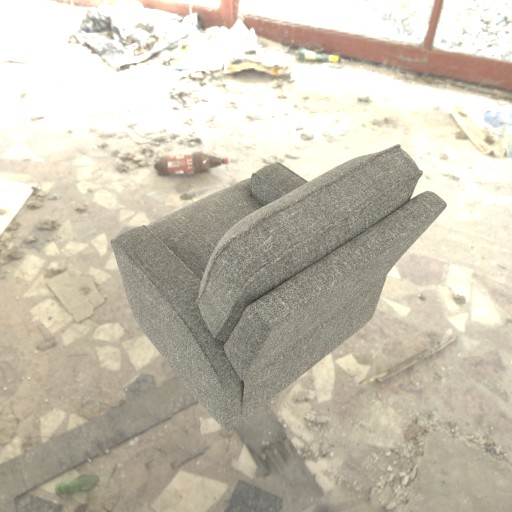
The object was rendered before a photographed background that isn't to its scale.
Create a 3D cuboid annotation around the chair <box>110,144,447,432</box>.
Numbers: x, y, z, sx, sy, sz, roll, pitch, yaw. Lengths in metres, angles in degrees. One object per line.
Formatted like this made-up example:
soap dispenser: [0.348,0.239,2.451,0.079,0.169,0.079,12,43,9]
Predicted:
chair: [0.000,0.000,1.702,0.861,0.962,0.964,-30,52,-27]
